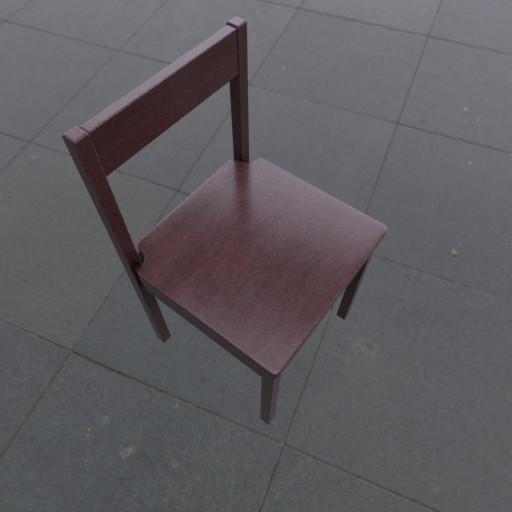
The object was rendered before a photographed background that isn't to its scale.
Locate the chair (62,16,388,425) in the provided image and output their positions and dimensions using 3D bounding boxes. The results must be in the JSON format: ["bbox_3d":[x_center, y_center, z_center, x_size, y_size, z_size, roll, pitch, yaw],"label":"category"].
[{"bbox_3d":[0.000,0.000,0.864,0.361,0.668,0.367,33,63,19],"label":"chair"}]
